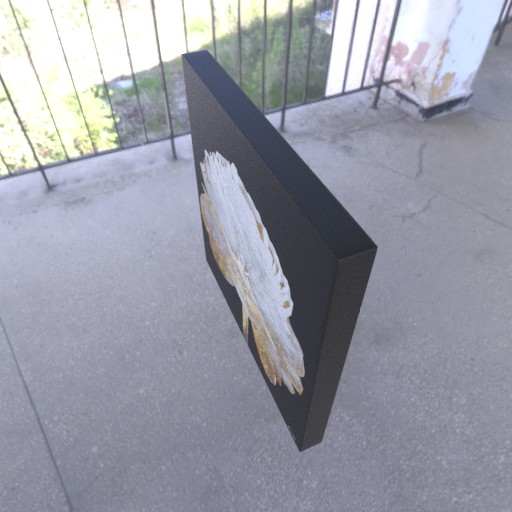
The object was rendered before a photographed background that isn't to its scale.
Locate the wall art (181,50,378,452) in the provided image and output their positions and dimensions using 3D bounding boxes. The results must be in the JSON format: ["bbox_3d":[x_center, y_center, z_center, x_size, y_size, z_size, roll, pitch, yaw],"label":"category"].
[{"bbox_3d":[0.000,0.000,0.614,0.041,0.407,0.406,-18,49,-16],"label":"wall art"}]
